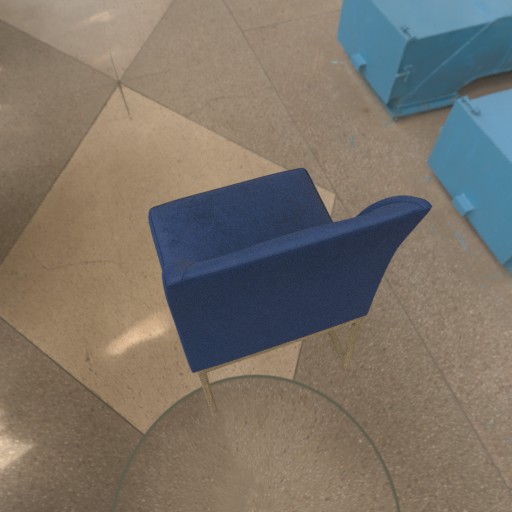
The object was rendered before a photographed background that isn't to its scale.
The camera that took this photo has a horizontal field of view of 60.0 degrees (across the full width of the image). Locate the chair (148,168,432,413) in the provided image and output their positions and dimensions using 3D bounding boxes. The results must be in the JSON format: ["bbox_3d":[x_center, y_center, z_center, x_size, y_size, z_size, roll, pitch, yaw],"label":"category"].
[{"bbox_3d":[0.000,0.000,1.199,0.508,0.863,0.522,-17,61,-10],"label":"chair"}]
